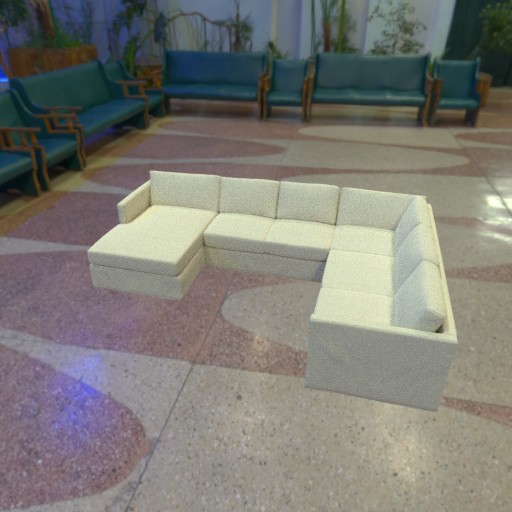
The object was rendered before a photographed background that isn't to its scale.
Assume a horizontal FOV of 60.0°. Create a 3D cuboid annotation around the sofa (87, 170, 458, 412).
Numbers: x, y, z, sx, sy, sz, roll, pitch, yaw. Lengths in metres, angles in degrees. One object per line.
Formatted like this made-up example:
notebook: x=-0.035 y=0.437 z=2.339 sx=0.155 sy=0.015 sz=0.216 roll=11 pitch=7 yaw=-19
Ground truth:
sofa: x=0.000 y=0.000 z=4.484 sx=3.464 sy=0.882 sz=2.448 roll=7 pitch=31 yaw=12
